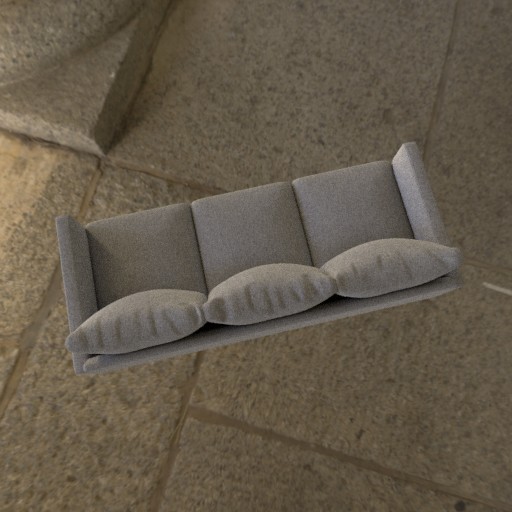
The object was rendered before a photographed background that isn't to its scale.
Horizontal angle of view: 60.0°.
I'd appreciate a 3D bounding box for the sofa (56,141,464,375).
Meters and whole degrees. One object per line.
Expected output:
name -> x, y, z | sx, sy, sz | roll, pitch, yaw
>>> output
sofa -> 0.000, 0.000, 2.448 | 2.000, 0.830, 0.850 | -12, 77, -3
